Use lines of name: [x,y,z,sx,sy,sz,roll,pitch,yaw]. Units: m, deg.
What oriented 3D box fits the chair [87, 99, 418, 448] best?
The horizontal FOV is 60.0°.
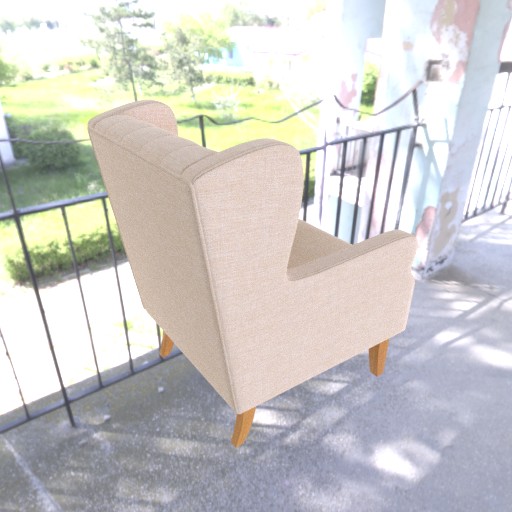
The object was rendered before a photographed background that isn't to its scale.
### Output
chair: [0.000,0.000,1.447,0.760,0.930,0.710,-20,35,-31]
